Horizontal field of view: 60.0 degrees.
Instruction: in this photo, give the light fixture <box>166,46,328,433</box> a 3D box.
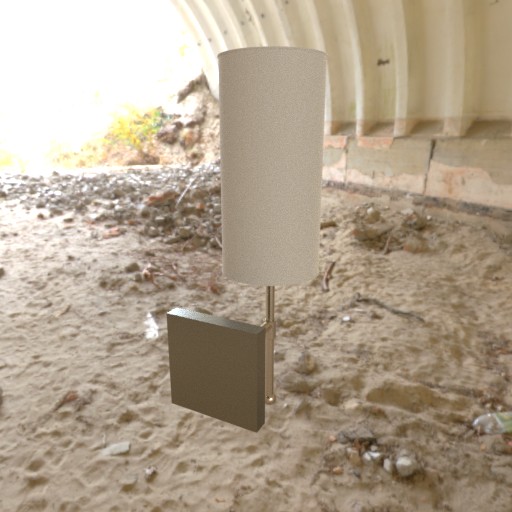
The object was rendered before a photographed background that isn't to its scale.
[{"bbox_3d":[0.000,0.000,0.543,0.128,0.462,0.208,8,17,27],"label":"light fixture"}]
